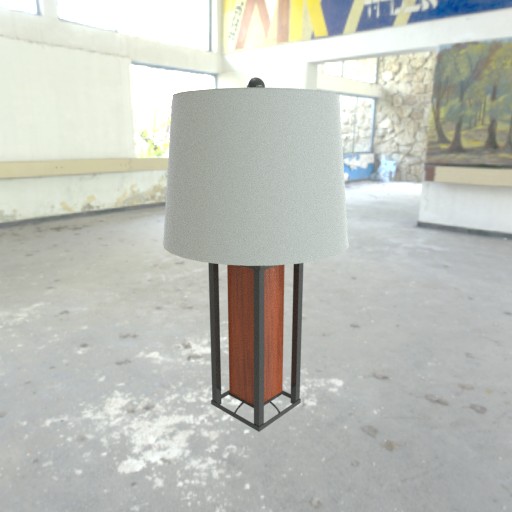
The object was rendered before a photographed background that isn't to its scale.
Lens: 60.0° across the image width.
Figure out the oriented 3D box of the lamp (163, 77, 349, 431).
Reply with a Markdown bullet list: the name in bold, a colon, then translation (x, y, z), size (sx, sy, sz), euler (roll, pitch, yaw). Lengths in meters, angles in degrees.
- **lamp**: translation (0.000, 0.000, 0.784), size (0.320, 0.591, 0.320), euler (0, 15, 0)
